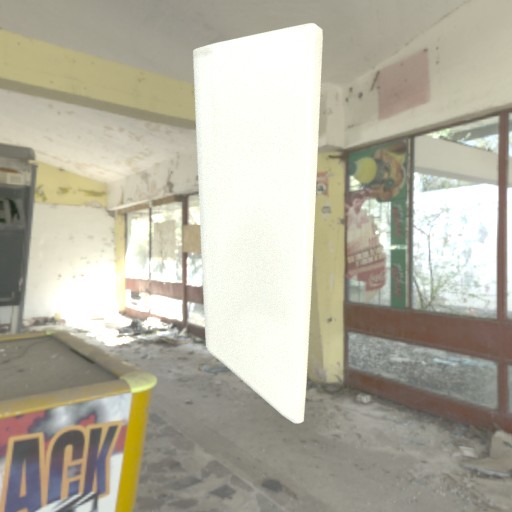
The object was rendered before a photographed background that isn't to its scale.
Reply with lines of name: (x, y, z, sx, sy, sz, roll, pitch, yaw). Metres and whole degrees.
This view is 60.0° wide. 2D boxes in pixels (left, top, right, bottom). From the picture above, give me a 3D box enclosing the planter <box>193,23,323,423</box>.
planter: (0.000, 0.000, 0.262, 0.060, 0.197, 0.150, 0, 0, 0)
